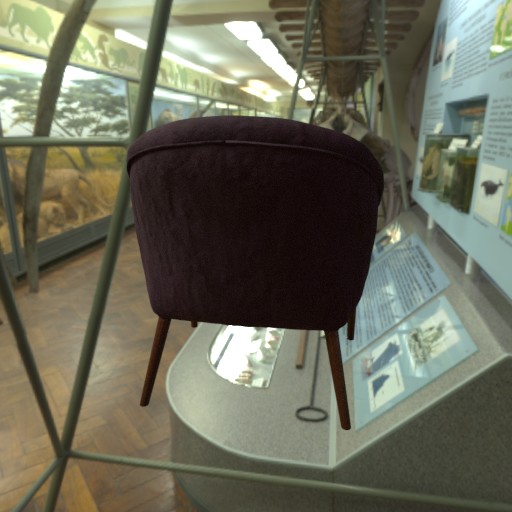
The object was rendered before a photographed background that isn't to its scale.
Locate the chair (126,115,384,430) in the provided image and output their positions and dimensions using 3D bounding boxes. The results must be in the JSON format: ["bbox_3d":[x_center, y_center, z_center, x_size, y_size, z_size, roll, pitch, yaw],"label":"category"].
[{"bbox_3d":[0.000,0.000,1.496,0.851,0.885,0.776,3,16,10],"label":"chair"}]
